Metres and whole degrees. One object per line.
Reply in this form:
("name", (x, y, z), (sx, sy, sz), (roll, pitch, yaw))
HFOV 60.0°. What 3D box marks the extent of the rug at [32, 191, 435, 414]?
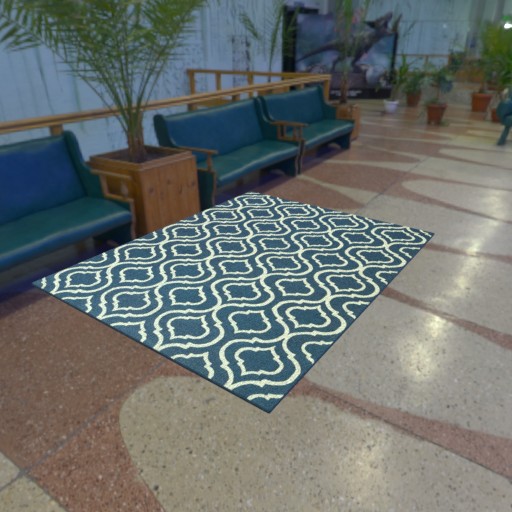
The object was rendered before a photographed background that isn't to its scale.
("rug", (0.000, 0.000, 3.924), (2.270, 0.020, 2.881), (18, 31, 32))
